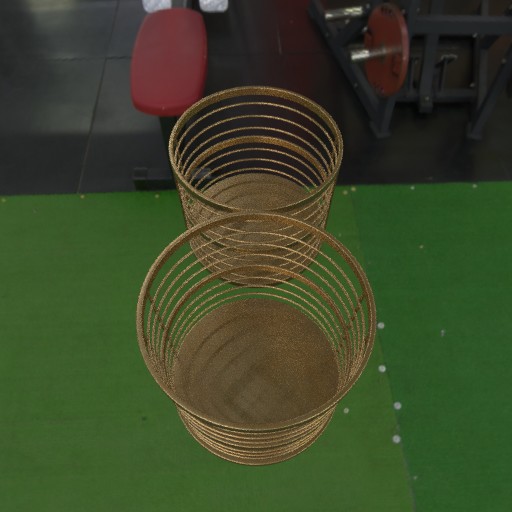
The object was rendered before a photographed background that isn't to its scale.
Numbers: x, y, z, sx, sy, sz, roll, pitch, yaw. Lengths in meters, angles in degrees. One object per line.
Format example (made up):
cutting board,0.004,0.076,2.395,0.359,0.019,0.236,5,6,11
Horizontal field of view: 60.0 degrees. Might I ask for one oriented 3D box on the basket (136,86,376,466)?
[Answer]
basket,0.000,0.000,0.912,0.356,0.351,0.746,0,58,0
